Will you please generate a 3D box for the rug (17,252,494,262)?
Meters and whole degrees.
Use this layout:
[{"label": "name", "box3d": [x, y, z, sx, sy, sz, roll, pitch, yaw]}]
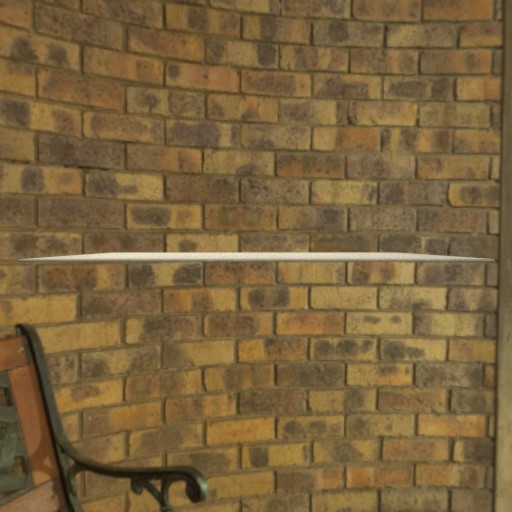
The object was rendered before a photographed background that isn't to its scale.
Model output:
[{"label": "rug", "box3d": [0.000, 0.000, 3.021, 2.438, 0.014, 1.524, 0, 2, -1]}]
